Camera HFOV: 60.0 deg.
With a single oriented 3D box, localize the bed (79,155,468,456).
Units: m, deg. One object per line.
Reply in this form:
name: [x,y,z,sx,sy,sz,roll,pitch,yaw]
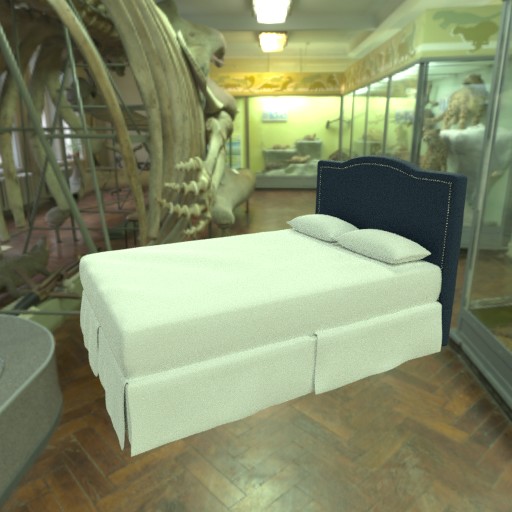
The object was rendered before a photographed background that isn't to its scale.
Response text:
bed: [0.000,0.000,3.404,2.507,1.441,1.741,-8,18,-27]
